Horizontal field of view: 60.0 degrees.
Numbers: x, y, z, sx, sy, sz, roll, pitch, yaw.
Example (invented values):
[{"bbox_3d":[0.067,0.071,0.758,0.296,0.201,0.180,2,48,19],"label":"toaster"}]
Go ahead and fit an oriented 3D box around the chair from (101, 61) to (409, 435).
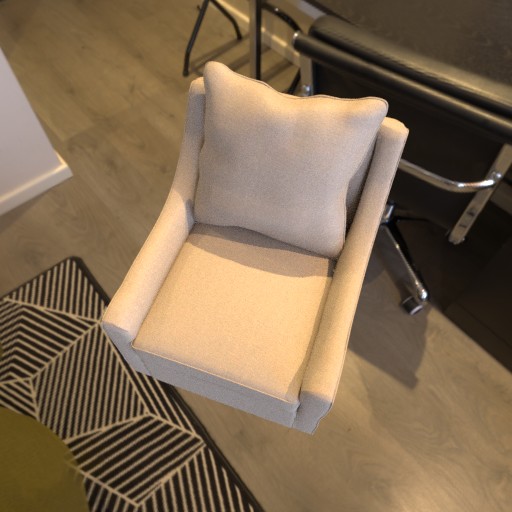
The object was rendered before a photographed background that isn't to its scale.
[{"bbox_3d":[0.000,0.000,1.568,0.760,0.942,0.876,17,60,10],"label":"chair"}]
